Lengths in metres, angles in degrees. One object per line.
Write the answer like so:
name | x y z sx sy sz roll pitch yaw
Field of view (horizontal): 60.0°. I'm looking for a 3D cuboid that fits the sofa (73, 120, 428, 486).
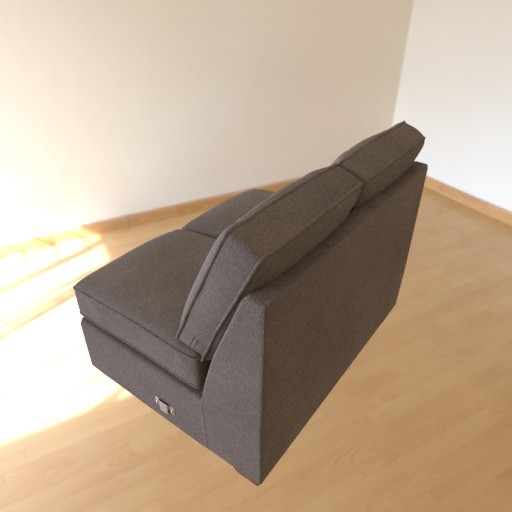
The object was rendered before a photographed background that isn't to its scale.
sofa | 0.000 0.000 1.905 0.951 1.008 1.237 22 38 30
